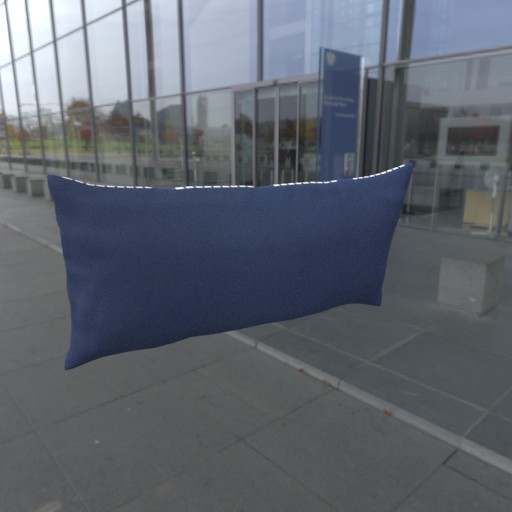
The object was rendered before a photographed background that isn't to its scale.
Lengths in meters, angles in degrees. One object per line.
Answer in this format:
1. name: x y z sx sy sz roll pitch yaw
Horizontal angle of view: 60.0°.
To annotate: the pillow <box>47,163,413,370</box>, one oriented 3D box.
1. pillow: 0.000 0.000 0.730 0.608 0.292 0.156 -7 16 -26
